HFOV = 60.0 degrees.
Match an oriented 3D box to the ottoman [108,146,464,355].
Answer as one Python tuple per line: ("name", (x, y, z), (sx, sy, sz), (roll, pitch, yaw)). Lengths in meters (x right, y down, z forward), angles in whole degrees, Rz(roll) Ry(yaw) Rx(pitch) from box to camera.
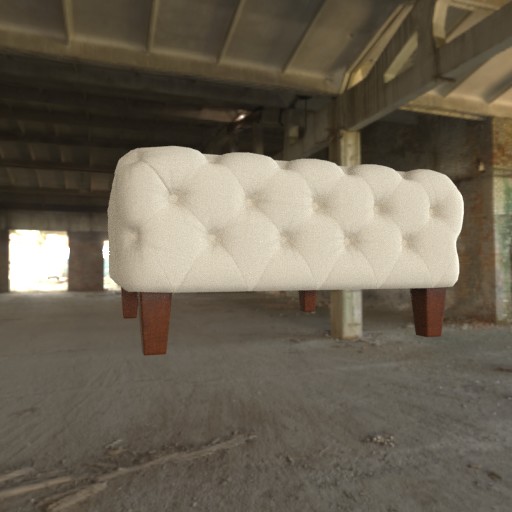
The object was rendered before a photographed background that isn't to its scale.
("ottoman", (0.000, 0.000, 1.203), (0.755, 0.376, 0.753), (1, -2, -20))
